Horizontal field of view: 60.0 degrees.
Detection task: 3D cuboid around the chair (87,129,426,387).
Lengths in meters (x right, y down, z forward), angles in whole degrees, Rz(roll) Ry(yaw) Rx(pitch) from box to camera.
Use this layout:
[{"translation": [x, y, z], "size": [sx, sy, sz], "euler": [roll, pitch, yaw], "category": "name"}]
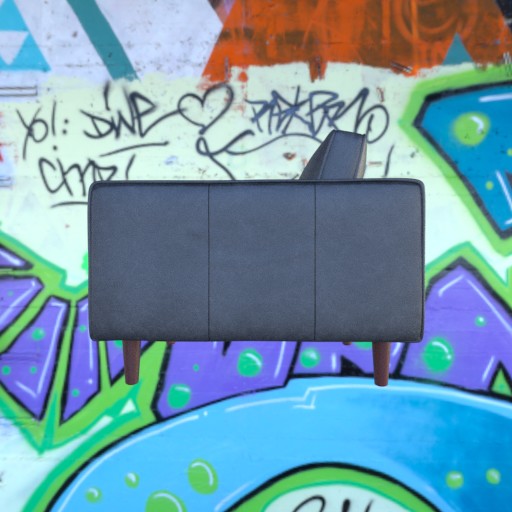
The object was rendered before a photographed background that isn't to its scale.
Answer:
[{"translation": [0.000, 0.000, 1.599], "size": [0.914, 0.763, 0.889], "euler": [0, 1, 1], "category": "chair"}]
